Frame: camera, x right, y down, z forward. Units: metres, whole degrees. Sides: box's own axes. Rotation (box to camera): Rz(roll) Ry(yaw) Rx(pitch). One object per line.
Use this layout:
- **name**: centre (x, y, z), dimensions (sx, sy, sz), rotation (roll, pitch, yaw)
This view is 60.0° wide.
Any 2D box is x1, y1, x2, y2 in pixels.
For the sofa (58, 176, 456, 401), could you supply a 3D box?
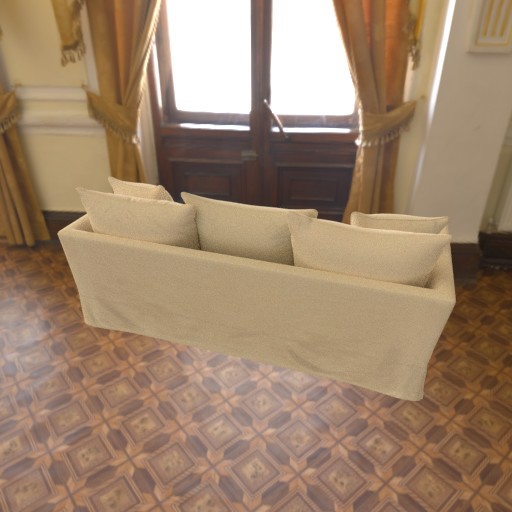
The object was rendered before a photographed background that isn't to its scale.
- **sofa**: centre (0.000, 0.000, 3.114), dimensions (2.484, 1.042, 1.030), rotation (9, 31, 16)
